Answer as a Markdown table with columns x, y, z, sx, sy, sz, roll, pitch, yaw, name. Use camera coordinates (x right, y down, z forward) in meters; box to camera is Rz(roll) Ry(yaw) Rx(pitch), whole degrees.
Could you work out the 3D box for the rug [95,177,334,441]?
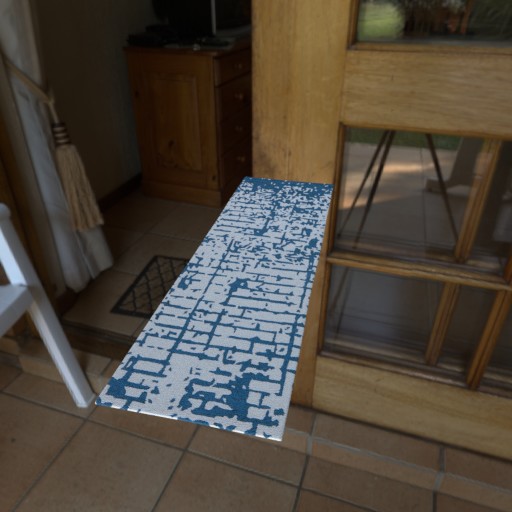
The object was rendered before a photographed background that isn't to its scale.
| x | y | z | sx | sy | sz | roll | pitch | yaw | name |
| --- | --- | --- | --- | --- | --- | --- | --- | --- | --- |
| 0.000 | 0.000 | 2.685 | 0.750 | 0.011 | 2.435 | 7 | 33 | 11 | rug |
